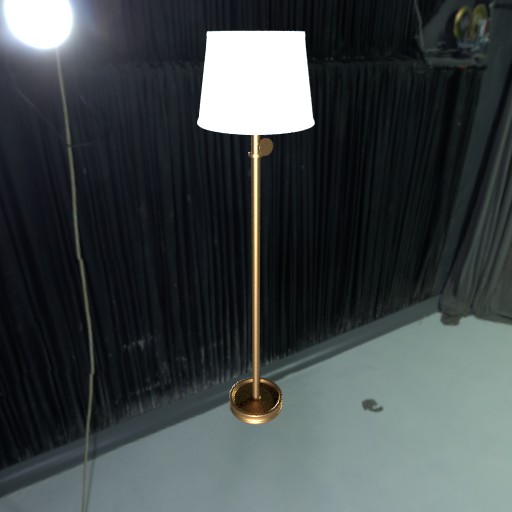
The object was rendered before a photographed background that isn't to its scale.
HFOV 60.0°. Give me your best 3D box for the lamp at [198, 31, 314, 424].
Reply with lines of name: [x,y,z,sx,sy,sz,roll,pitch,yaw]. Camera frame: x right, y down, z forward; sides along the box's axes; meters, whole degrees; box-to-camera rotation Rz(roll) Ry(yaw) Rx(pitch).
lamp: [0.000,0.000,0.787,0.178,0.710,0.178,0,27,0]
